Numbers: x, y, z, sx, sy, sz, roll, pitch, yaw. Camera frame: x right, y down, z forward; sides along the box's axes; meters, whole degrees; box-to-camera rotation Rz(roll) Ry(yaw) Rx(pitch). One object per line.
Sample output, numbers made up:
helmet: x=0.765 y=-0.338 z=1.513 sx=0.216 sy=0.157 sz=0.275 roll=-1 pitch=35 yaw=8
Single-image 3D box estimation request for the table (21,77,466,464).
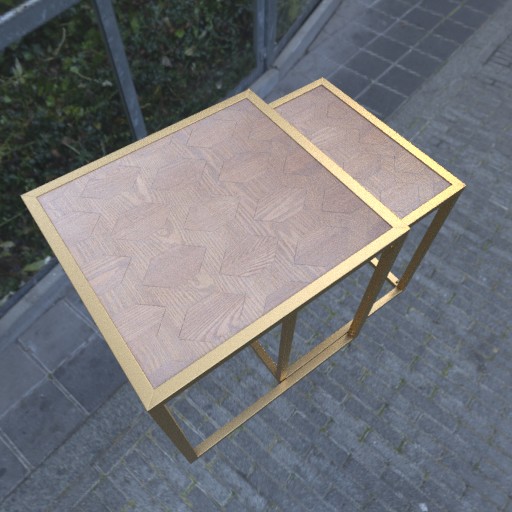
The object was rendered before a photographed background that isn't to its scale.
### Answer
table: x=0.000 y=0.000 z=1.078 sx=0.762 sy=0.505 sz=0.505 roll=-32 pitch=63 yaw=-19
